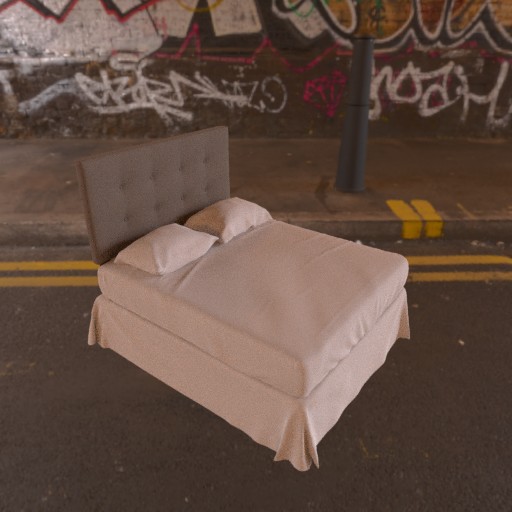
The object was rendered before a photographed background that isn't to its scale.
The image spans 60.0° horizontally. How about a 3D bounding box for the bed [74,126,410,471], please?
[{"bbox_3d":[0.000,0.000,3.547,2.222,1.577,1.936,19,33,32],"label":"bed"}]
